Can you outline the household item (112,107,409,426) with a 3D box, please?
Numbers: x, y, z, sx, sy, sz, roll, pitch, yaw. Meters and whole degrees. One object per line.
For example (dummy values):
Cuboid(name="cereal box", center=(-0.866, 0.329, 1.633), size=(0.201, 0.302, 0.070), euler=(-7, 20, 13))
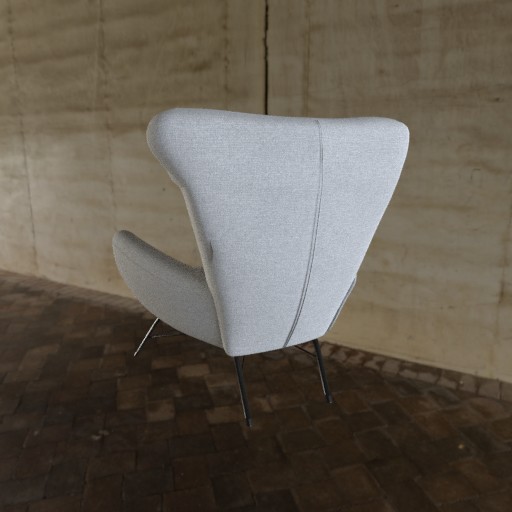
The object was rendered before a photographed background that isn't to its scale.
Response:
Cuboid(name="household item", center=(0.000, 0.000, 1.774), size=(0.980, 1.050, 0.900), euler=(-7, 15, -27))
